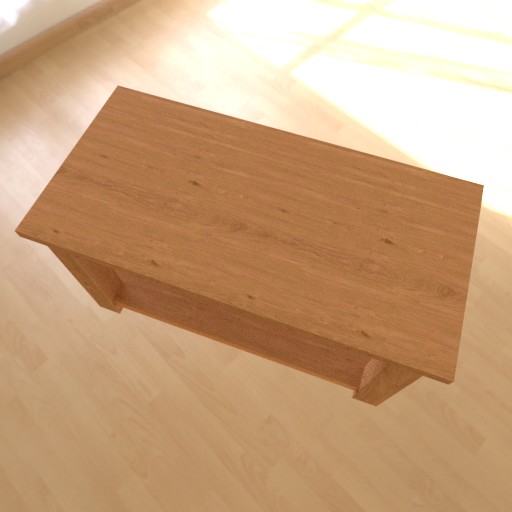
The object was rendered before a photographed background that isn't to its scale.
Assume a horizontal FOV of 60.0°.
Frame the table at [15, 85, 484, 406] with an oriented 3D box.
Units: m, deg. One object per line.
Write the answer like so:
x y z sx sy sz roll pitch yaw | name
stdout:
0.000 0.000 1.143 0.899 0.452 0.450 18 64 9 | table
